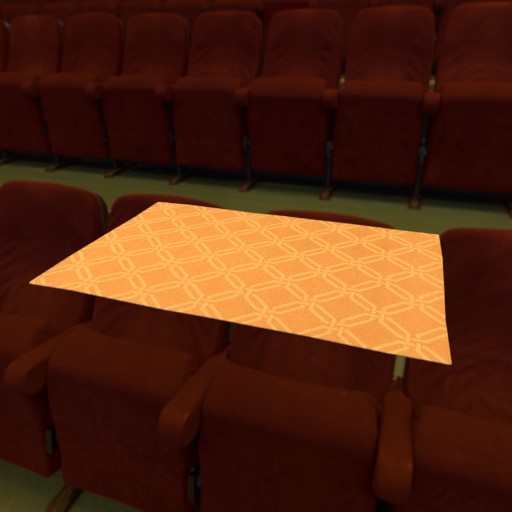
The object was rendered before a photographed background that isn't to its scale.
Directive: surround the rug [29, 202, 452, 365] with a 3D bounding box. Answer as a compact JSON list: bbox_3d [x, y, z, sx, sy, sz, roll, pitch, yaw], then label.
[{"bbox_3d":[0.000,0.000,2.188,1.745,0.010,1.146,8,27,16],"label":"rug"}]
